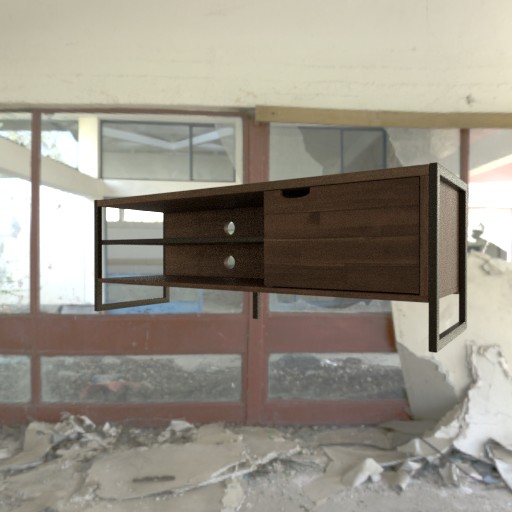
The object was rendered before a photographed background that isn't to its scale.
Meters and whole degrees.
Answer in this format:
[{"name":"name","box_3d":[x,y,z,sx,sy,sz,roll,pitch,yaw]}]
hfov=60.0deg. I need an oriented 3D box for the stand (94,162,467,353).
[{"name":"stand","box_3d":[0.000,0.000,1.782,1.480,0.506,0.454,0,1,35]}]
